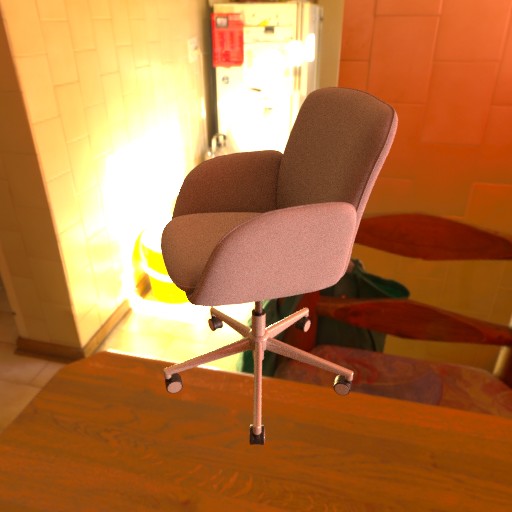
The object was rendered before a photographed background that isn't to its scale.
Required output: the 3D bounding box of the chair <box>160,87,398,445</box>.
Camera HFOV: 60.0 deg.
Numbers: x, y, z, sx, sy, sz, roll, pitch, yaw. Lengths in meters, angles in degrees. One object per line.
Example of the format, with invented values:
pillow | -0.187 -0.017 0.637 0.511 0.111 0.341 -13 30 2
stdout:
chair | 0.000 0.000 1.396 0.654 0.959 0.648 -8 29 -15
